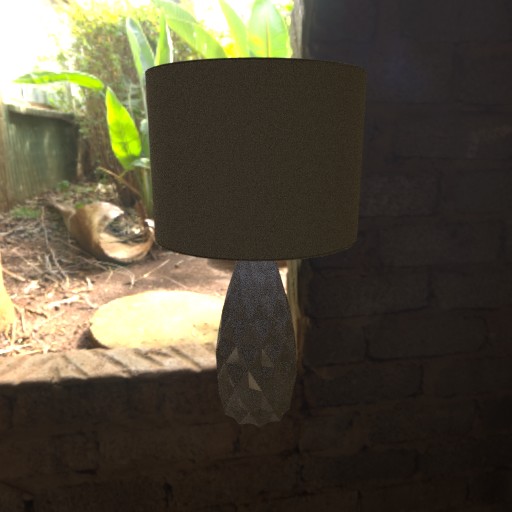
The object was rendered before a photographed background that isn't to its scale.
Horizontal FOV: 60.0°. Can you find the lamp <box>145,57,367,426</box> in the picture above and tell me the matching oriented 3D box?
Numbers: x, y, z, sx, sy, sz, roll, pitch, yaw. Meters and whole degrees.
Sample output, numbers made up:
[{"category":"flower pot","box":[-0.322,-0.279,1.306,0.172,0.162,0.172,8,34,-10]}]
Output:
[{"category":"lamp","box":[0.000,0.000,0.676,0.297,0.522,0.297,0,15,0]}]
